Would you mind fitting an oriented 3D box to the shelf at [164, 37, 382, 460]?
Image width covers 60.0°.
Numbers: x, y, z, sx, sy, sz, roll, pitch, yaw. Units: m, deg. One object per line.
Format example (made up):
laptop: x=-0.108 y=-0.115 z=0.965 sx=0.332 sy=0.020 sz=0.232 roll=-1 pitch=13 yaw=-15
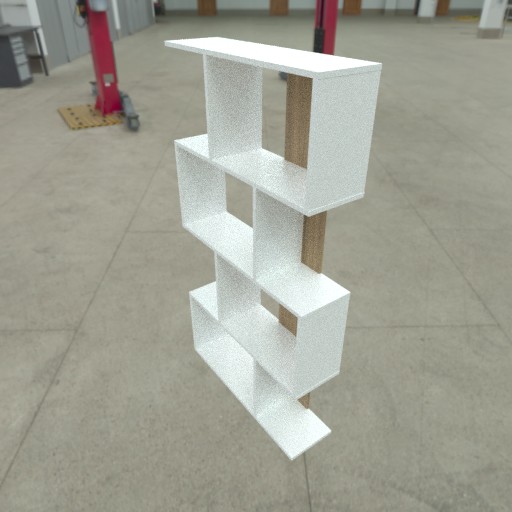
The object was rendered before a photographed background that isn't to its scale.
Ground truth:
shelf: x=0.000 y=0.000 z=1.947 sx=0.250 sy=1.650 sz=0.890 roll=-21 pitch=37 yaw=-30
